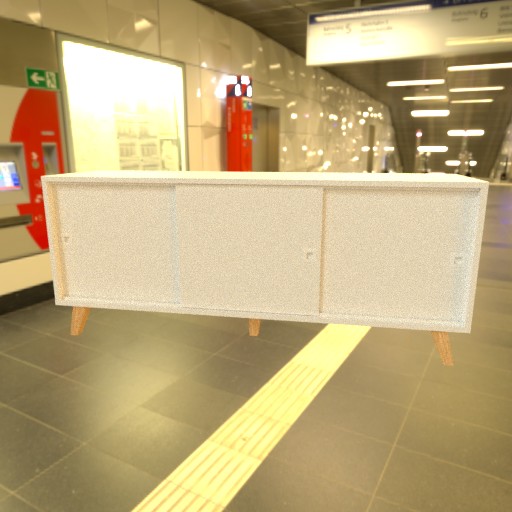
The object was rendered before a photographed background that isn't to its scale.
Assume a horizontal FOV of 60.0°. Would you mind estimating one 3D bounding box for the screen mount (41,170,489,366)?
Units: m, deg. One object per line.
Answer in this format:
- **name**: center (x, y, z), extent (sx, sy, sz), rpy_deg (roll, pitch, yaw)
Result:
- **screen mount**: center (0.000, 0.000, 1.720), extent (1.490, 0.619, 0.400), rpy_deg (2, 14, 10)
